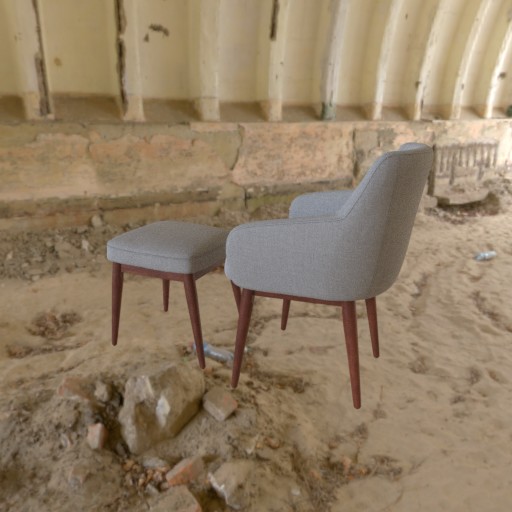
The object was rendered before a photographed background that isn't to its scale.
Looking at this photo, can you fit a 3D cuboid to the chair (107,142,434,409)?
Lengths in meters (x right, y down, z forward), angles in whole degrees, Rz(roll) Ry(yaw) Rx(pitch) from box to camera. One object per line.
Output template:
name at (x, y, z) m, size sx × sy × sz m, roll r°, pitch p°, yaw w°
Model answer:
chair at (0.000, 0.000, 1.592) m, size 1.107 × 0.799 × 0.584 m, roll 8°, pitch 20°, yaw 23°
